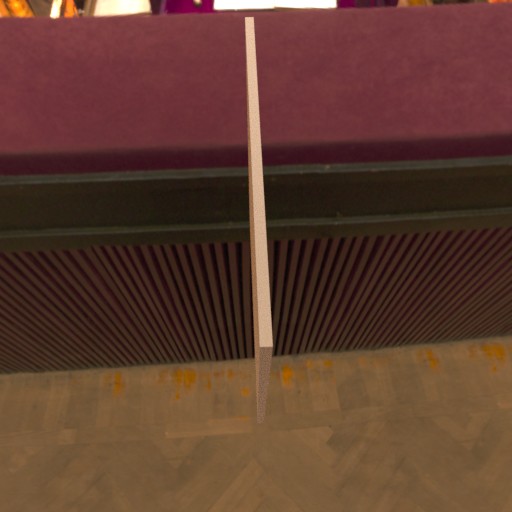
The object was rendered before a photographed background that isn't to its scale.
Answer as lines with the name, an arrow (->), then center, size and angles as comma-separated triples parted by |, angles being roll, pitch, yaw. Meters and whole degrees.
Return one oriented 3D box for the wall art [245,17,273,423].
wall art -> 0.000, 0.000, 0.770 | 0.012, 0.557, 0.482 | -2, 62, -1
